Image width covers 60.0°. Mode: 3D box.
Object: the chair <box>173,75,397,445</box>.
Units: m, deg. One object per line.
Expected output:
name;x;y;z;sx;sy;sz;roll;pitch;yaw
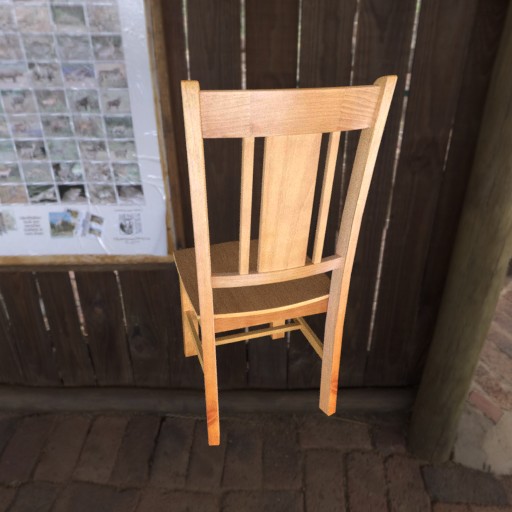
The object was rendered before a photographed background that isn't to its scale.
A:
chair;0.000;0.000;1.289;0.450;0.998;0.556;-8;27;-16
